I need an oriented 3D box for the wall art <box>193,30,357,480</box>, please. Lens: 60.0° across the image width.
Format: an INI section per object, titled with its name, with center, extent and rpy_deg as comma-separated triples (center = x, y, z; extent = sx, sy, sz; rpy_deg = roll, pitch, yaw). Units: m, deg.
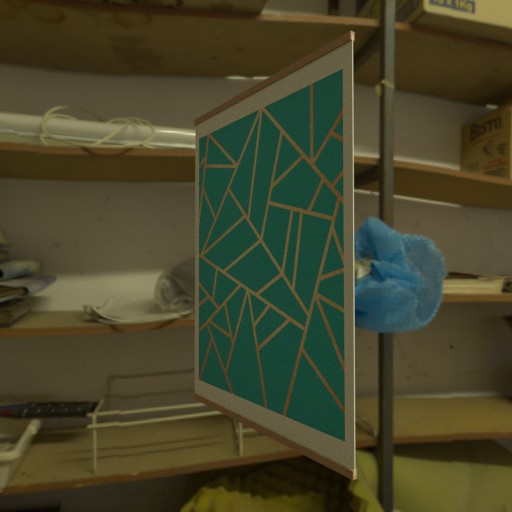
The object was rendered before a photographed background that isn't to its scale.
[wall art]
center = 0.000, 0.000, 1.313
extent = 0.013, 1.016, 0.758
rpy_deg = 1, -2, -36
